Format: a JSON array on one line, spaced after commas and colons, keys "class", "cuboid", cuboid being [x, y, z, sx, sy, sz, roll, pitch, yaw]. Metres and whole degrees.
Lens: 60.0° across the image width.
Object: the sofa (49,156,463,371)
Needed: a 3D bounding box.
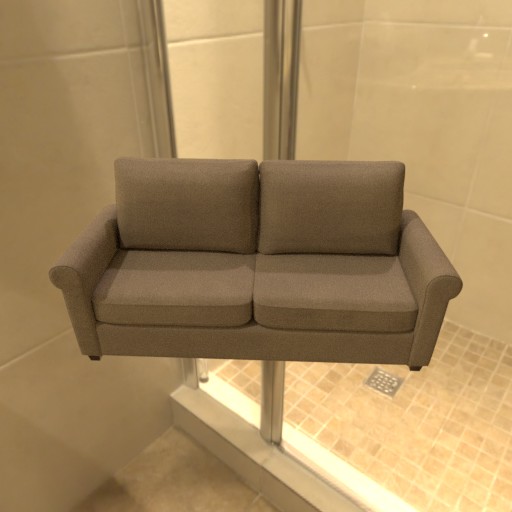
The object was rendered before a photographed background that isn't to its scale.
[{"class": "sofa", "cuboid": [0.000, 0.000, 2.475, 1.935, 0.942, 0.842, 1, 31, 2]}]
